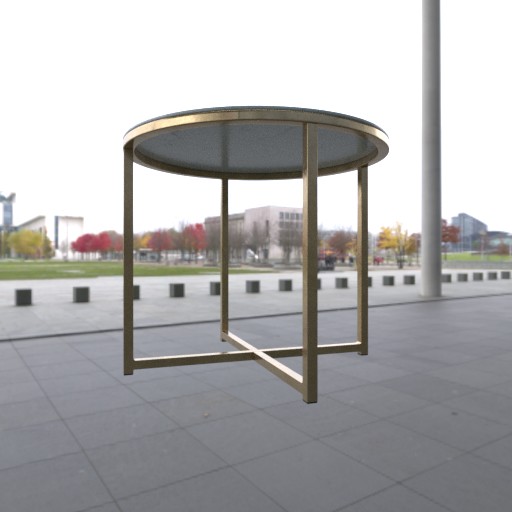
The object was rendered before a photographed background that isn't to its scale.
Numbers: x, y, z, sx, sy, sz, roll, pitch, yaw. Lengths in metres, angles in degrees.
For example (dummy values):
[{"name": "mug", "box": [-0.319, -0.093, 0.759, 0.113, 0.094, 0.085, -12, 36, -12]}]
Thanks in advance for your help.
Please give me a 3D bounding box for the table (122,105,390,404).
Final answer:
[{"name": "table", "box": [0.000, 0.000, 0.866, 0.500, 0.420, 0.500, 0, 0, 0]}]
